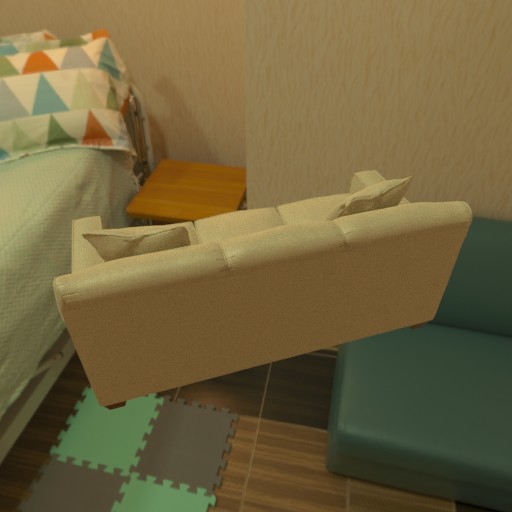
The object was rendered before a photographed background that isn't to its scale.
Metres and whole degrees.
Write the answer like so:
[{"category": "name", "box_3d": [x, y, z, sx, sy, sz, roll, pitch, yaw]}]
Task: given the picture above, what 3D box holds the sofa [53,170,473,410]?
[{"category": "sofa", "box_3d": [0.000, 0.000, 2.616, 2.024, 0.958, 0.997, -12, 41, -13]}]
